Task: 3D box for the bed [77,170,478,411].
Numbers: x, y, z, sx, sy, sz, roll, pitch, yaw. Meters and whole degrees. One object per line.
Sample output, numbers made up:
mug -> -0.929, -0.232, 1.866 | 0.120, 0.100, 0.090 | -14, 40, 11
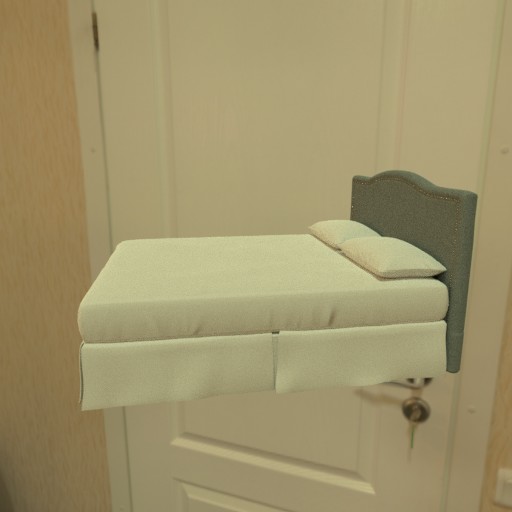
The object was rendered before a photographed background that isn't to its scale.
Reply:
bed -> 0.000, 0.000, 3.878 | 2.689, 1.457, 2.161 | -2, 14, -9
